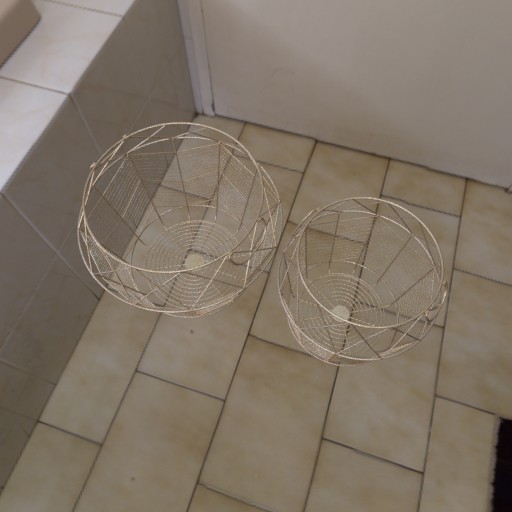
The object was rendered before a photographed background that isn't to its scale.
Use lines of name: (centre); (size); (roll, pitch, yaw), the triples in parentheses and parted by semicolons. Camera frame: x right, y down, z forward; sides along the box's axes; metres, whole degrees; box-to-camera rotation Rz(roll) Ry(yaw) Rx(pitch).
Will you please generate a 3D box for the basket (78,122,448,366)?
basket: (0.000, 0.000, 1.019); (0.805, 0.343, 0.451); (19, 65, 9)
